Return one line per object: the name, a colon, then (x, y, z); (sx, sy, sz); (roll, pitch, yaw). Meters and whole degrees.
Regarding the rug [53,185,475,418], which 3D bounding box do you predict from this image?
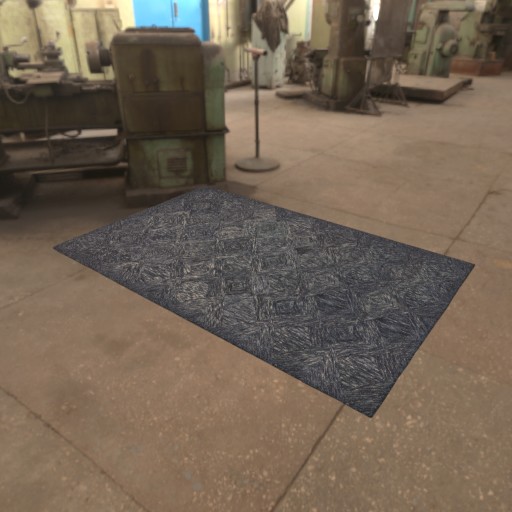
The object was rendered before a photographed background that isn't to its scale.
rug: (0.000, 0.000, 2.174); (1.754, 0.010, 1.139); (21, 35, 32)
